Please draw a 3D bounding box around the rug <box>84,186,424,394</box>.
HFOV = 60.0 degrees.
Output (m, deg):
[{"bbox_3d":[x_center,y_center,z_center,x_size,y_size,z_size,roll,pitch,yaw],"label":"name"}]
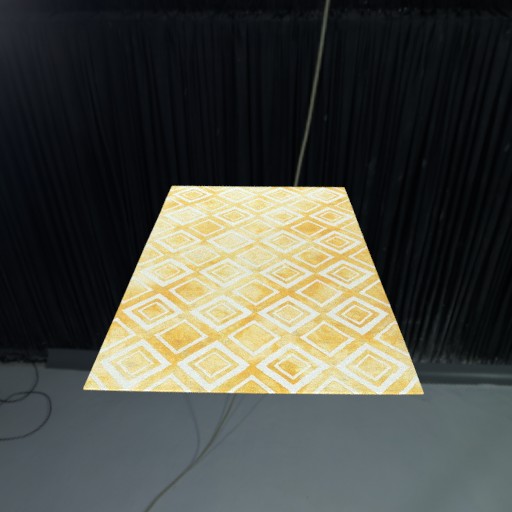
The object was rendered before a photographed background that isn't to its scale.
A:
[{"bbox_3d":[0.000,0.000,2.342,1.213,0.010,1.829,0,32,1],"label":"rug"}]
